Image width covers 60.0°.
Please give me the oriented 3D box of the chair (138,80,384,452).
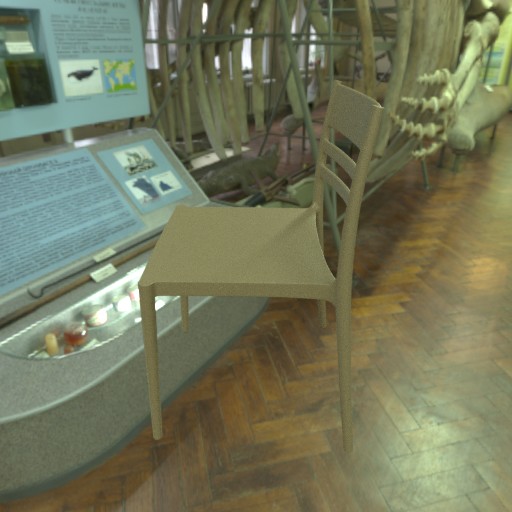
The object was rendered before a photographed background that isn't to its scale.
[{"bbox_3d":[0.000,0.000,1.133,0.511,0.800,0.531,0,27,1],"label":"chair"}]
